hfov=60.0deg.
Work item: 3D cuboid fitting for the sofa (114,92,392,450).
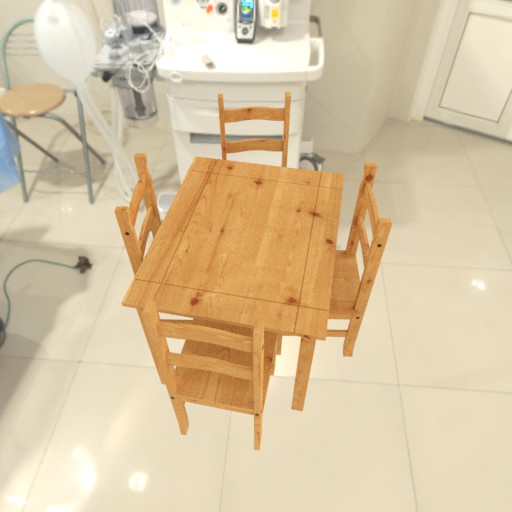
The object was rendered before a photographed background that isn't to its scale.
[{"bbox_3d":[0.000,0.000,2.242,1.144,1.000,1.529,9,48,8],"label":"sofa"}]
